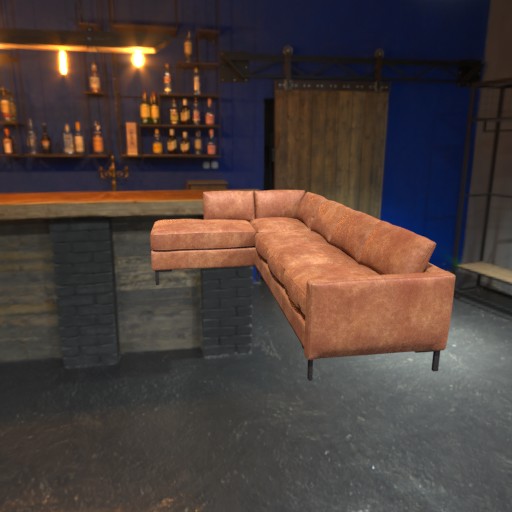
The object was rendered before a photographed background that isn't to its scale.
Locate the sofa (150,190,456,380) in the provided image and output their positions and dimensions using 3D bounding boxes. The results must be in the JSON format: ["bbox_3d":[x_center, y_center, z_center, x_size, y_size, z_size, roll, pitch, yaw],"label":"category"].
[{"bbox_3d":[0.000,0.000,3.944,1.938,0.877,2.984,-2,15,-9],"label":"sofa"}]
